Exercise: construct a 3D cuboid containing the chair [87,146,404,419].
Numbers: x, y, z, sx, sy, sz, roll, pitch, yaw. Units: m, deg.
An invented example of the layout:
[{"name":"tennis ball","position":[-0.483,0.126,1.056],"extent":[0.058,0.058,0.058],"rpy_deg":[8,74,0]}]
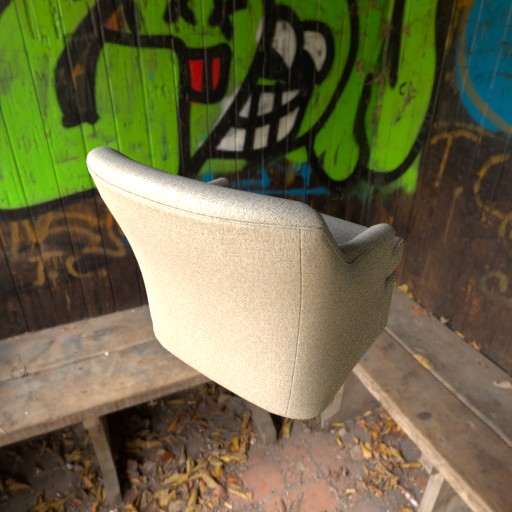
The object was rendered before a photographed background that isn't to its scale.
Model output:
[{"name":"chair","position":[0.000,0.000,1.604],"extent":[0.864,0.856,0.923],"rpy_deg":[21,36,32]}]
